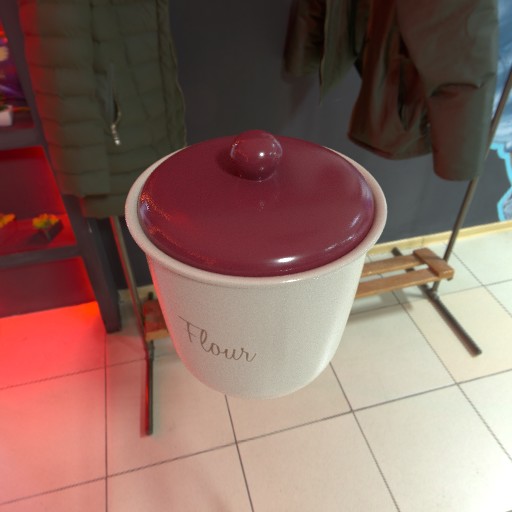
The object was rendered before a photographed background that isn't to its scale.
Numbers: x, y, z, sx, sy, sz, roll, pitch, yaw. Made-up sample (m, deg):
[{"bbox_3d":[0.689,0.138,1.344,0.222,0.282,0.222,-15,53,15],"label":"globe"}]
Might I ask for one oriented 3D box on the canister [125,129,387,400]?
[{"bbox_3d":[0.000,0.000,0.353,0.182,0.208,0.182,0,41,0],"label":"canister"}]
